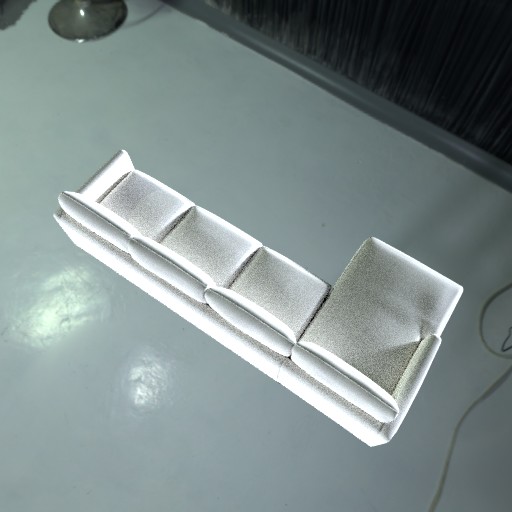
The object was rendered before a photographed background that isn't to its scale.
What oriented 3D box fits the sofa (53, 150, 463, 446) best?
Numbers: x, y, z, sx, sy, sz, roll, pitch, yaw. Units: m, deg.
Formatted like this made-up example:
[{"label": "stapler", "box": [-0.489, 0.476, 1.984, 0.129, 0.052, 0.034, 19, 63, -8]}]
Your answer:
[{"label": "sofa", "box": [0.000, 0.000, 3.761, 3.186, 0.875, 1.467, 31, 68, 14]}]
